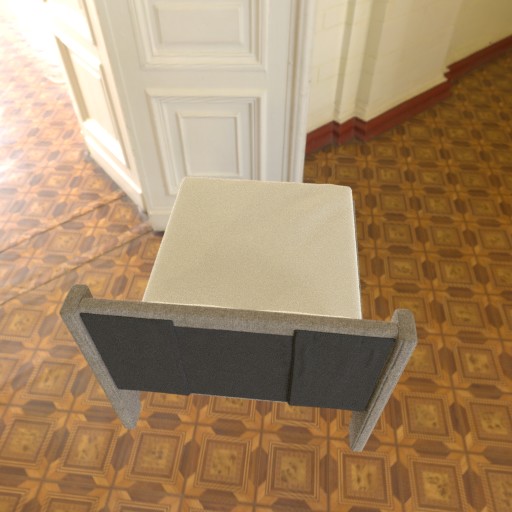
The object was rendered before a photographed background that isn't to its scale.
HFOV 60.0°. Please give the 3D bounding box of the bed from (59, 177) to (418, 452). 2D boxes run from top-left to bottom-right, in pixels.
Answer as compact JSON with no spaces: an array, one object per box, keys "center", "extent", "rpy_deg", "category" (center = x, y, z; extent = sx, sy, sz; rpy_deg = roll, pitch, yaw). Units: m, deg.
[{"center":[0.000,0.000,3.371],"extent":[1.714,1.481,2.245],"rpy_deg":[4,48,4],"category":"bed"}]
